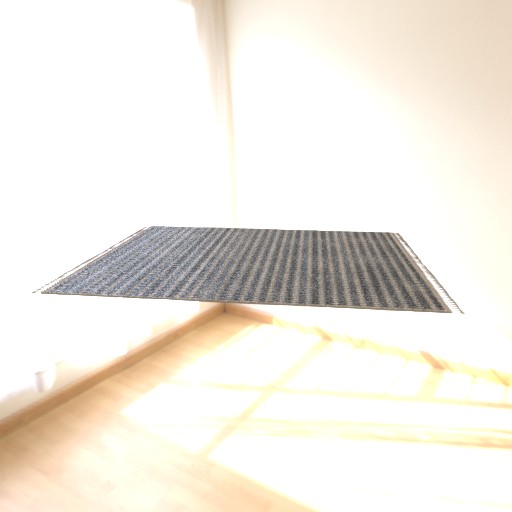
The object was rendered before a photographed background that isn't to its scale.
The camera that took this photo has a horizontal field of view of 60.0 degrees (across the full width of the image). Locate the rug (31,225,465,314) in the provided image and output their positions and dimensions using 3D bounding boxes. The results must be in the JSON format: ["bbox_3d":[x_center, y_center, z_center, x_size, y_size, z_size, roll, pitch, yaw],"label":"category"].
[{"bbox_3d":[0.000,0.000,4.002,2.910,0.013,2.256,2,16,7],"label":"rug"}]
